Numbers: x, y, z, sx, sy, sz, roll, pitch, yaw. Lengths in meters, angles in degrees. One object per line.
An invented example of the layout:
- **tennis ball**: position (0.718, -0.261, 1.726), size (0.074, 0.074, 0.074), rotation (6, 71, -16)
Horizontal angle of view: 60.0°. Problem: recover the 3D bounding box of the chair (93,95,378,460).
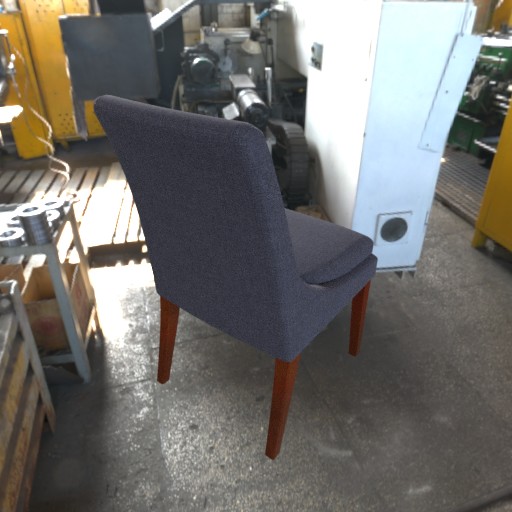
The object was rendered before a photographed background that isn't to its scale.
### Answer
- **chair**: position (0.000, 0.000, 1.308), size (0.508, 0.952, 0.655), rotation (22, 37, 32)
